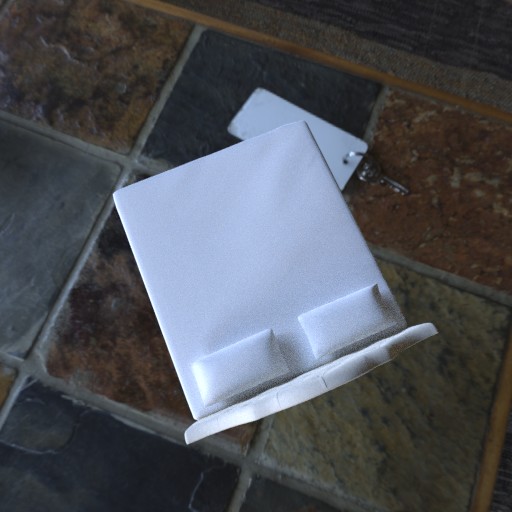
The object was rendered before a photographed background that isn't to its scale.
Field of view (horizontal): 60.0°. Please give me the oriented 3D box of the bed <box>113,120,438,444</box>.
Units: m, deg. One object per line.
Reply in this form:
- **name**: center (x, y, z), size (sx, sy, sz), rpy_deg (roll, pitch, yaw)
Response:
- **bed**: center (0.000, 0.000, 3.626), size (2.008, 1.615, 2.214), rpy_deg (-22, 77, -5)
